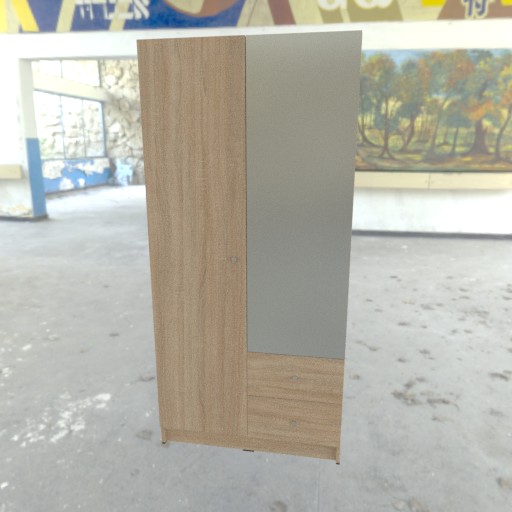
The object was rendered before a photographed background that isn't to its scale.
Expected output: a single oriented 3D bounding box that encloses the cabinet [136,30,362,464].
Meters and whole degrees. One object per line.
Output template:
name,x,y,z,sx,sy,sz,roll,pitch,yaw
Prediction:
cabinet,0.000,0.000,2.451,1.001,2.121,0.590,2,14,10
